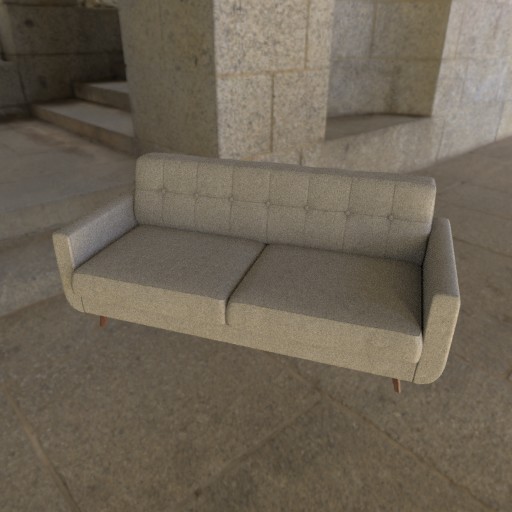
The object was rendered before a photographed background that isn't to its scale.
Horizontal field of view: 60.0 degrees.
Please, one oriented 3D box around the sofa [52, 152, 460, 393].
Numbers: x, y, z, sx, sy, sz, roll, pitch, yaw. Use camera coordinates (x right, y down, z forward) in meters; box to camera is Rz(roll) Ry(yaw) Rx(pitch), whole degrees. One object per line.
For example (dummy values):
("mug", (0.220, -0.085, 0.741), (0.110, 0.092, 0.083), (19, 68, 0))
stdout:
("sofa", (0.000, 0.000, 2.526), (2.055, 0.873, 0.968), (9, 28, 16))
